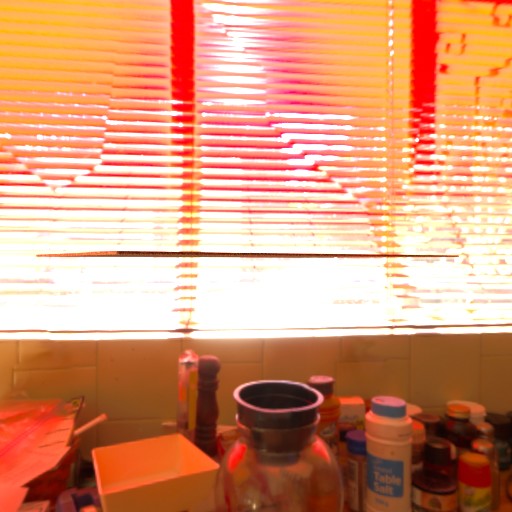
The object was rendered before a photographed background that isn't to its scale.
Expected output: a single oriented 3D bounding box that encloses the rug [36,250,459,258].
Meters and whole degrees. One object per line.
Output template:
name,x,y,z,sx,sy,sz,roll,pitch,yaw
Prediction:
rug,0.000,0.000,2.999,2.438,0.015,1.524,0,-1,-37
